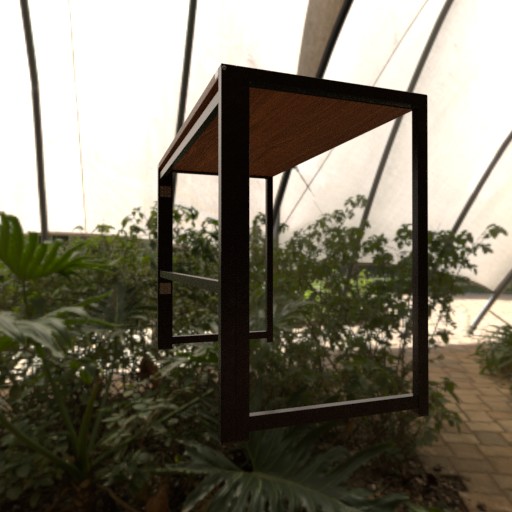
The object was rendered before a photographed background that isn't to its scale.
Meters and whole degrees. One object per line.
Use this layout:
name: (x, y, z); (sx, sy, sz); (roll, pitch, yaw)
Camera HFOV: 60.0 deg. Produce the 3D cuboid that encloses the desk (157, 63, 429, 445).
desk: (0.000, 0.000, 1.443); (0.508, 0.762, 1.016); (0, -1, -20)
